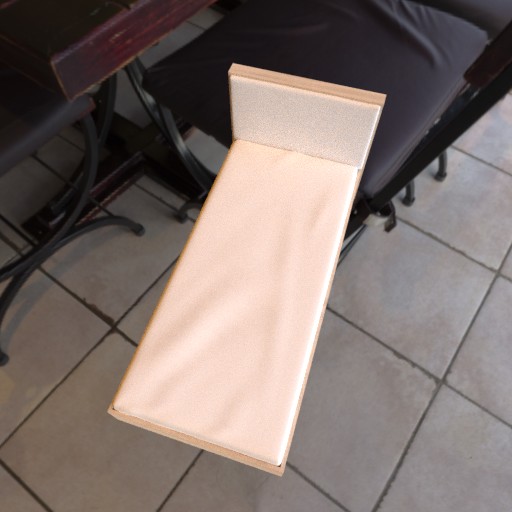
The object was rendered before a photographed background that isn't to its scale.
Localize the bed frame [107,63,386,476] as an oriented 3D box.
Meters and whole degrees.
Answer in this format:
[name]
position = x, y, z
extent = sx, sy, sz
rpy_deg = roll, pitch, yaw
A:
[bed frame]
position = 0.000, 0.000, 2.659
extent = 0.990, 0.920, 2.140
rpy_deg = 15, 61, 9
